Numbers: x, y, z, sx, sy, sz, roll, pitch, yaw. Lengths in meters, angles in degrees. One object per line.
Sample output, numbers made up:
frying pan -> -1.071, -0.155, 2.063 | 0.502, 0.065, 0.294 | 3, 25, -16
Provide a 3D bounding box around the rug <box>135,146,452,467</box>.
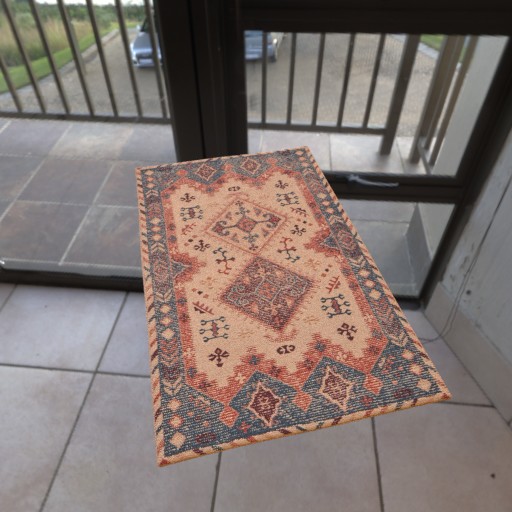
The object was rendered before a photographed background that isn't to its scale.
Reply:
rug -> 0.000, 0.000, 3.013 | 1.521, 0.023, 2.464 | -10, 47, -9
